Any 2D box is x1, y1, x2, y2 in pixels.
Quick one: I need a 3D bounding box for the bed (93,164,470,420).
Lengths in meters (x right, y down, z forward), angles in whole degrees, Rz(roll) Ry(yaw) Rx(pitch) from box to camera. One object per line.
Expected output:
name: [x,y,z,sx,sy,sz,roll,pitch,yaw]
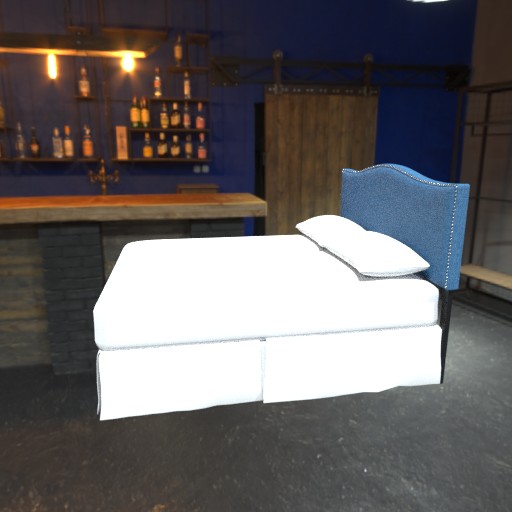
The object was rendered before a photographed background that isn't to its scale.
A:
bed: [0.000,0.000,2.901,1.872,1.169,1.610,-2,14,-10]
